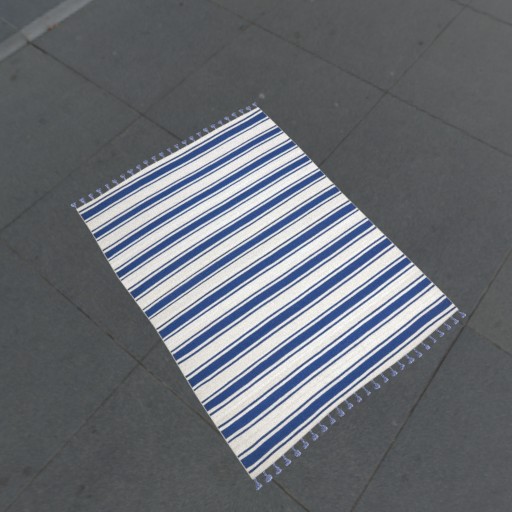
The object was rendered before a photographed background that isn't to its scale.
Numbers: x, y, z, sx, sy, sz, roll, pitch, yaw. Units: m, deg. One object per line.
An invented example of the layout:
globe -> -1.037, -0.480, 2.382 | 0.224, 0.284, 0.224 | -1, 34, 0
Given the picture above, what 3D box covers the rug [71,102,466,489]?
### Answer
rug -> 0.000, 0.000, 4.478 | 2.471, 0.016, 3.416 | -33, 68, -15
